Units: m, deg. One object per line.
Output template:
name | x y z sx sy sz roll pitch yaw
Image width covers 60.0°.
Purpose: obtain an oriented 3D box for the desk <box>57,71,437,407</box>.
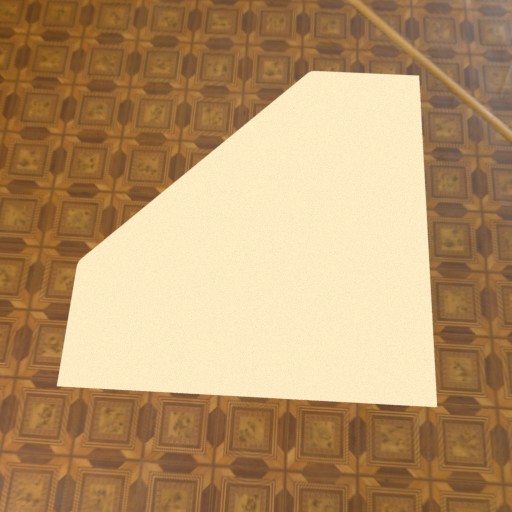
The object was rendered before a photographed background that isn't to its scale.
desk | 0.000 0.000 1.598 0.926 0.818 0.940 3 74 1
